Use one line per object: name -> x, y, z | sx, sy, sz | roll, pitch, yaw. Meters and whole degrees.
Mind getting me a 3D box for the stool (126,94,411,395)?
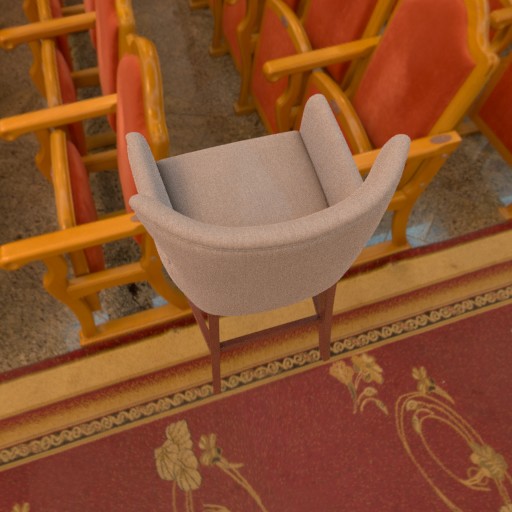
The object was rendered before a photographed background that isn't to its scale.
stool -> 0.000, 0.000, 1.346 | 0.575, 1.047, 0.575 | -15, 59, -9
